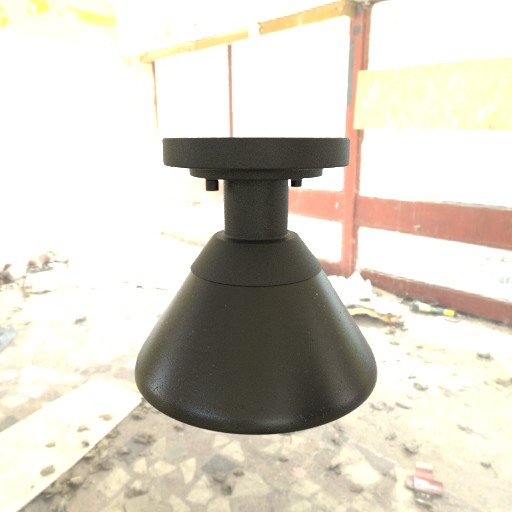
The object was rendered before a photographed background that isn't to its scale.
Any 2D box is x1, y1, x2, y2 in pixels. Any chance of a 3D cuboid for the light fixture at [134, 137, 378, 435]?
[{"bbox_3d":[0.000,0.000,0.356,0.200,0.183,0.200,0,15,0],"label":"light fixture"}]
